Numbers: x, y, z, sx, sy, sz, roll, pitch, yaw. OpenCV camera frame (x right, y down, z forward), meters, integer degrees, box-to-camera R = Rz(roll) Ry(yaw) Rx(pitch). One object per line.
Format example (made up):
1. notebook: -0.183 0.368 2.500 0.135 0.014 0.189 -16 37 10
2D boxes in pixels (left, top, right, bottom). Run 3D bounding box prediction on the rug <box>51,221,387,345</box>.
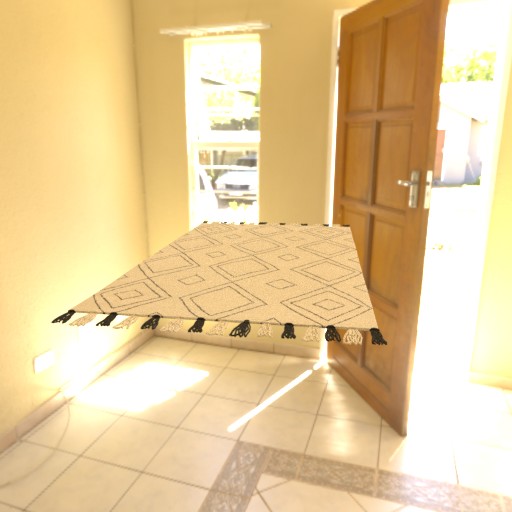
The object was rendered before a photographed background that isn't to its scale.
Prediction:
1. rug: 0.000 0.000 3.249 1.524 0.021 2.755 2 15 8
